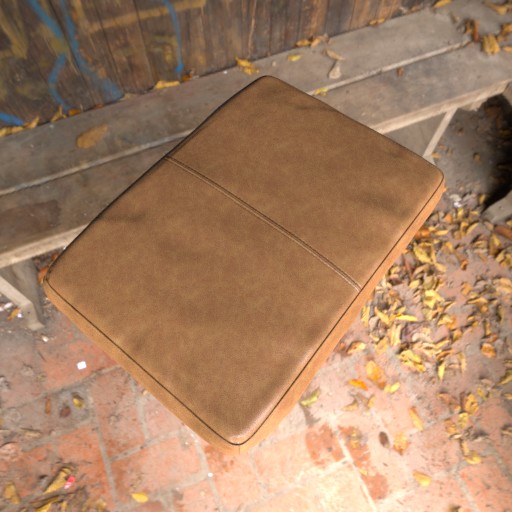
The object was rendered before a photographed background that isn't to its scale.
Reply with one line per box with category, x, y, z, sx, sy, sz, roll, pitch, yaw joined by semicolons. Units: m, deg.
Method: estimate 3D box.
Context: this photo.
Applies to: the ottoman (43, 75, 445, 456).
ottoman;0.000;0.000;1.201;0.630;0.461;0.869;35;68;16
